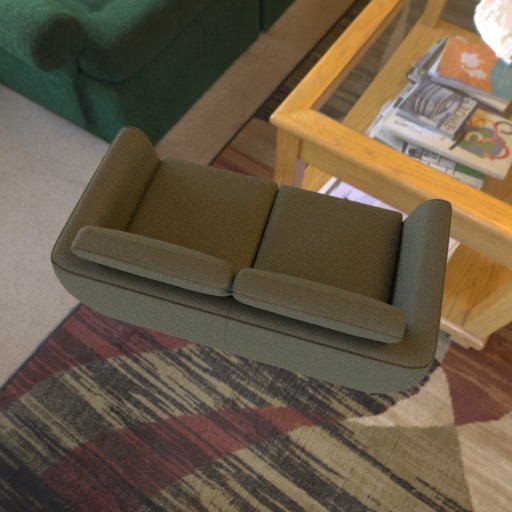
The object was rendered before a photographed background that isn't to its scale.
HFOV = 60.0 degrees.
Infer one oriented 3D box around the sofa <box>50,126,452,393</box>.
[{"bbox_3d":[0.000,0.000,2.170,1.700,0.850,0.920,15,64,7],"label":"sofa"}]
